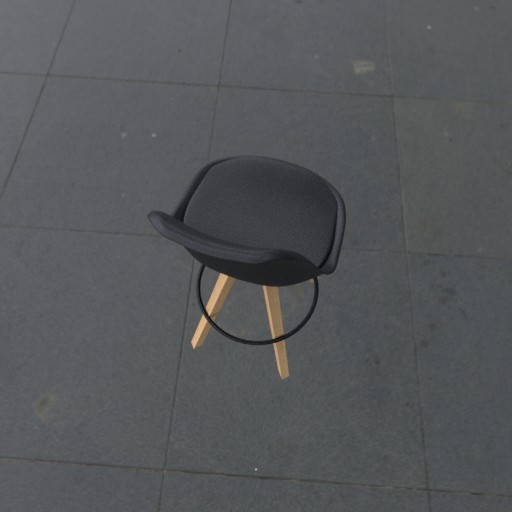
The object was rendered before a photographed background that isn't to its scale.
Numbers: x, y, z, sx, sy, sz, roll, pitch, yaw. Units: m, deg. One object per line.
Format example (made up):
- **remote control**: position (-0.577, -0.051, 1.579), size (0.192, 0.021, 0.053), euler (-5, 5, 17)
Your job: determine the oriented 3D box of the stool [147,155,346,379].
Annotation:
- **stool**: position (0.000, 0.000, 1.401), size (0.485, 1.115, 0.550), euler (17, 66, 8)
